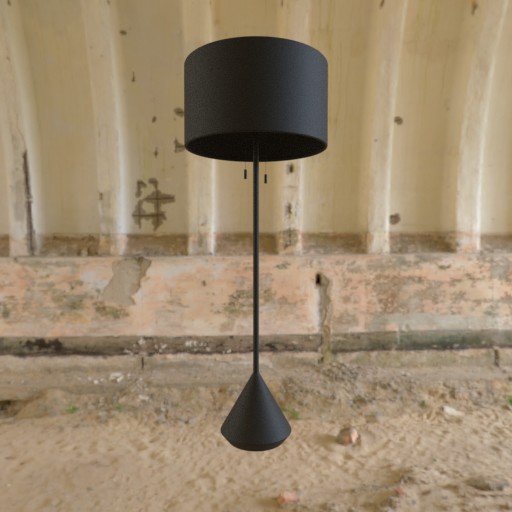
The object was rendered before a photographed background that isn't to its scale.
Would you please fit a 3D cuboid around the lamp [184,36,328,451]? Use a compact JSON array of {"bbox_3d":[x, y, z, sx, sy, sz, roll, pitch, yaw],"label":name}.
[{"bbox_3d":[0.000,0.000,1.828,0.580,1.526,0.580,-1,2,-36],"label":"lamp"}]
